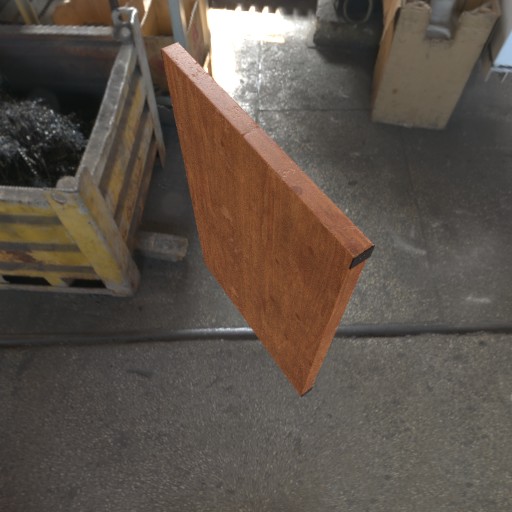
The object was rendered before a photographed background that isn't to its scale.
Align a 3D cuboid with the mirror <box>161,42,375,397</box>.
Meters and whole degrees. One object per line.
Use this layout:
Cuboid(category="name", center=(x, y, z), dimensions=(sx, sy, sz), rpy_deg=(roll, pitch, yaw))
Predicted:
Cuboid(category="mirror", center=(0.000, 0.000, 1.002), dimensions=(0.053, 0.761, 0.517), rpy_deg=(-31, 64, -17))
